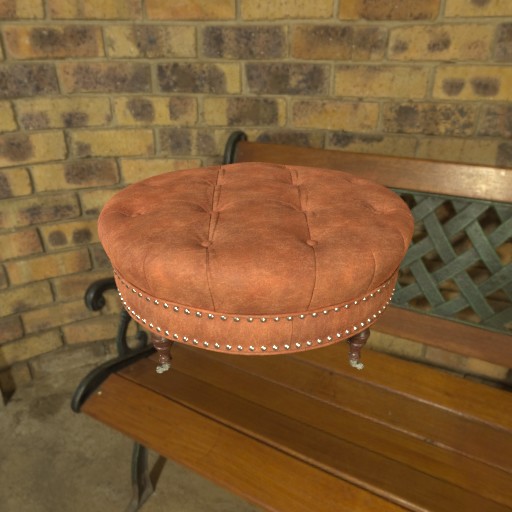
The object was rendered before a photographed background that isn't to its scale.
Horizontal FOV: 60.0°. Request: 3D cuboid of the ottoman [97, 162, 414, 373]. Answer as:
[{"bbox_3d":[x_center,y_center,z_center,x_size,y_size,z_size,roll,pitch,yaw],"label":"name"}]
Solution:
[{"bbox_3d":[0.000,0.000,1.386,0.901,0.444,0.901,0,26,0],"label":"ottoman"}]
